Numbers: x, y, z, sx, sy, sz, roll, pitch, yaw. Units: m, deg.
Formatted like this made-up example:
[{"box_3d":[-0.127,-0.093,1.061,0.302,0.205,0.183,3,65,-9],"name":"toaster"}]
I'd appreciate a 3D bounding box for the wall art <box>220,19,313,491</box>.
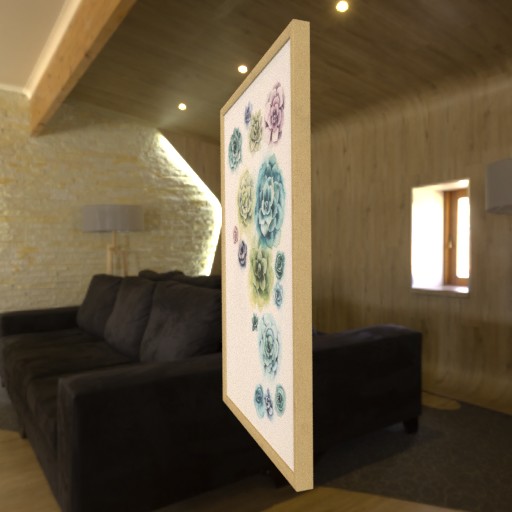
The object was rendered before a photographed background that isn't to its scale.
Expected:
[{"box_3d":[0.000,0.000,1.004,0.039,0.810,0.510,0,0,-19],"name":"wall art"}]
